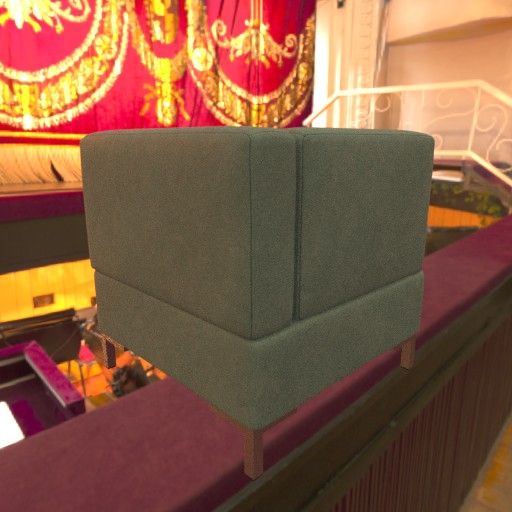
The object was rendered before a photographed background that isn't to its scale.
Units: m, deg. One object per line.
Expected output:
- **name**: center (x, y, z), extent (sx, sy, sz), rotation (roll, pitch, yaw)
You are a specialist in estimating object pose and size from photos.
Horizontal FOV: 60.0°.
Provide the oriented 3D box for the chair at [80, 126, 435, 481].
- **chair**: center (0.000, 0.000, 1.207), extent (0.680, 0.660, 0.680), rotation (-14, 20, -42)
